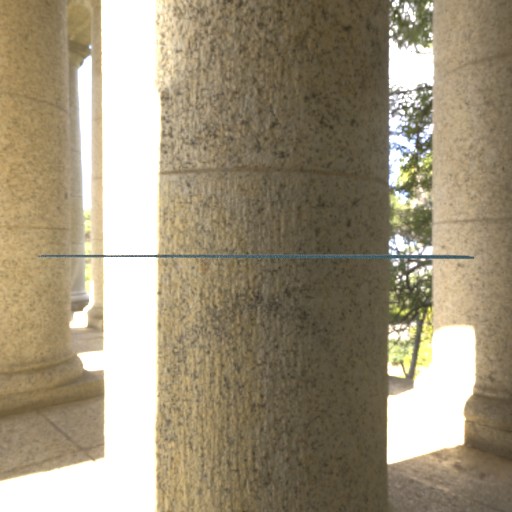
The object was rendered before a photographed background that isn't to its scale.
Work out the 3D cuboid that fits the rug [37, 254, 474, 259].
[{"bbox_3d":[0.000,0.000,1.456,1.219,0.007,0.604,0,0,19],"label":"rug"}]
